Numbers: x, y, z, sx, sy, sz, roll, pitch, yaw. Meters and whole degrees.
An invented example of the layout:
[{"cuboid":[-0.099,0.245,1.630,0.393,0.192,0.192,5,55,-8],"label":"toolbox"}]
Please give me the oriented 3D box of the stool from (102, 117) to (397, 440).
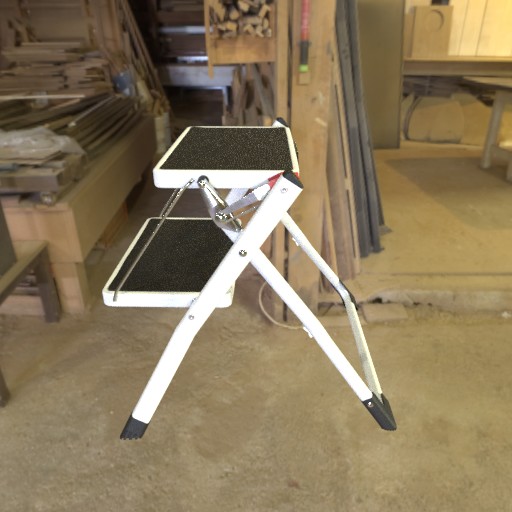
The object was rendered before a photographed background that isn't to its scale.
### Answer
[{"cuboid":[0.000,0.000,0.846,0.490,0.445,0.485,1,27,1],"label":"stool"}]
